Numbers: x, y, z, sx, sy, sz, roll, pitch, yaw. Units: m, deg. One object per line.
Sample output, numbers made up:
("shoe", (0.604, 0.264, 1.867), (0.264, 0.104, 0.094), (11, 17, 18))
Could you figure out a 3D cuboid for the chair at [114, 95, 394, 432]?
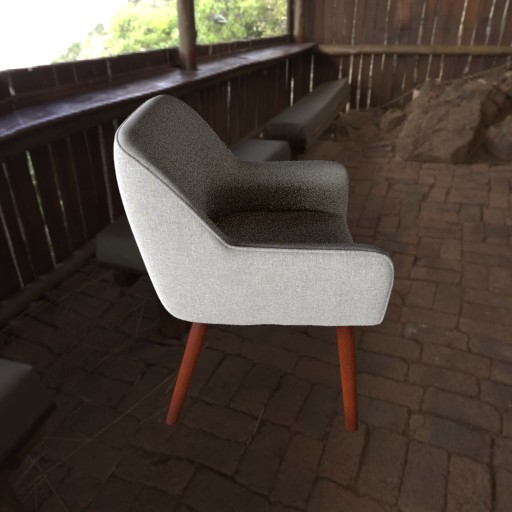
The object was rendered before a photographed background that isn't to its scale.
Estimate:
("chair", (0.000, 0.000, 1.271), (0.610, 0.813, 0.610), (0, 31, 0))
